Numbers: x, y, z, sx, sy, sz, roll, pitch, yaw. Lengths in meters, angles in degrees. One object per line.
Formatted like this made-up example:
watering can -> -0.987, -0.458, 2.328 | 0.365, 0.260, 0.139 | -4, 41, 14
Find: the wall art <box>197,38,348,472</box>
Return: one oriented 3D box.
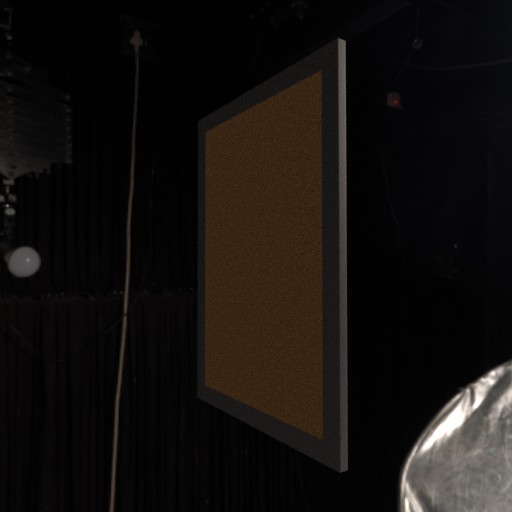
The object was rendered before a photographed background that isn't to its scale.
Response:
wall art -> 0.000, 0.000, 0.703 | 0.013, 0.534, 0.380 | 1, -2, -34
